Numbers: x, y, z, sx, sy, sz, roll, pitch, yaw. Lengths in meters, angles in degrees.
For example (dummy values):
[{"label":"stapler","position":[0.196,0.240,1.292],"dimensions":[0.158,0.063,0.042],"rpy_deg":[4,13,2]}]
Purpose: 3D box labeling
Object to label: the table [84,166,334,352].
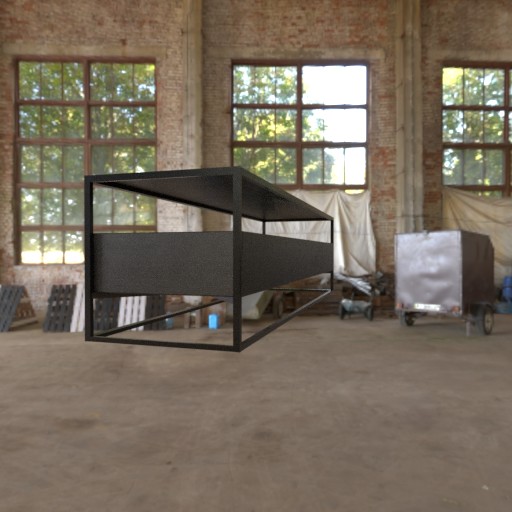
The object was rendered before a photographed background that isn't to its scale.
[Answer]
[{"label":"table","position":[0.000,0.000,1.707],"dimensions":[0.399,0.395,1.486],"rpy_deg":[0,1,18]}]
